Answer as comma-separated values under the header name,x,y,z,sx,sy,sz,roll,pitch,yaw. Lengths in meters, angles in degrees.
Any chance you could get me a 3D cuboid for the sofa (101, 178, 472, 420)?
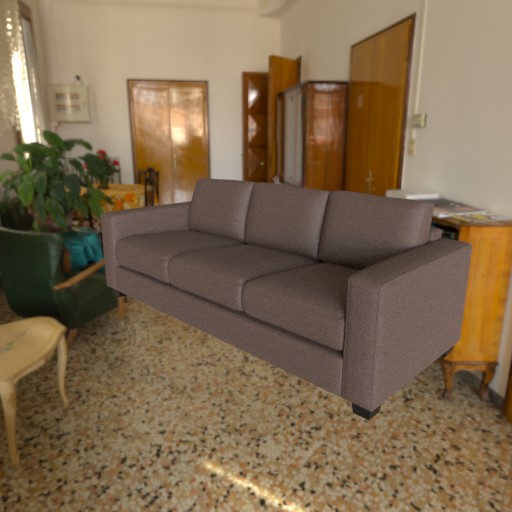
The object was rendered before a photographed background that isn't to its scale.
name,x,y,z,sx,sy,sz,roll,pitch,yaw
sofa,0.000,0.000,2.657,2.160,0.806,0.900,15,21,43
